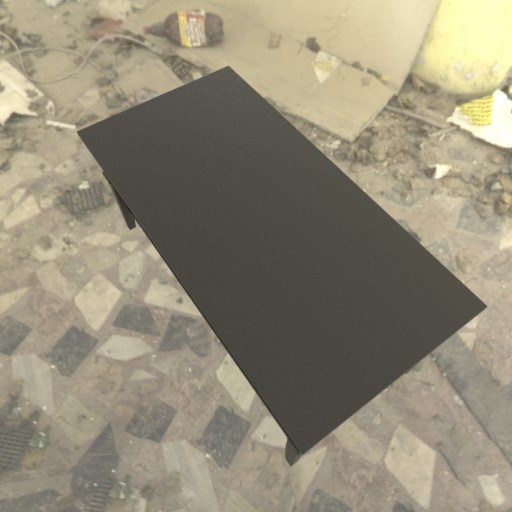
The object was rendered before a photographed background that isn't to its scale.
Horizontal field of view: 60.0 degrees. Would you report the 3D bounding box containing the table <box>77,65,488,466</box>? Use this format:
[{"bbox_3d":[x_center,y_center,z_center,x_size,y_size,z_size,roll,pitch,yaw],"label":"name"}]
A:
[{"bbox_3d":[0.000,0.000,1.326,0.523,0.470,1.044,-31,63,-18],"label":"table"}]
